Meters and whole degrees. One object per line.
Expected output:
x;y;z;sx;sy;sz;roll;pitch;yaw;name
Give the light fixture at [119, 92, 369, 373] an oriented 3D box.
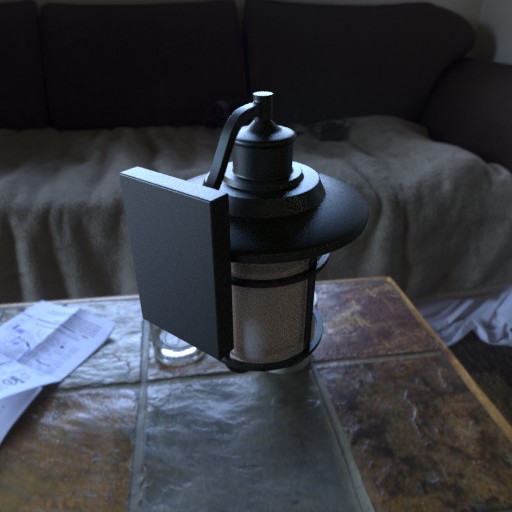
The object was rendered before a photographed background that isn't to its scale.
0.000;0.000;0.498;0.222;0.345;0.252;21;36;31;light fixture
